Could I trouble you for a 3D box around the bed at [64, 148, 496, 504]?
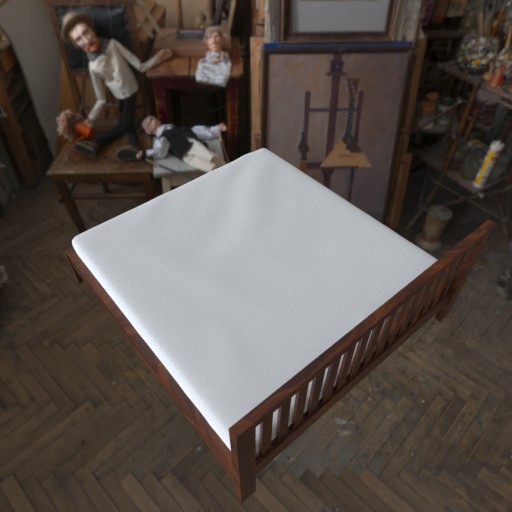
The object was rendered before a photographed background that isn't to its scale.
[{"bbox_3d":[0.000,0.000,2.985,1.905,0.890,2.030,-31,54,-26],"label":"bed"}]
